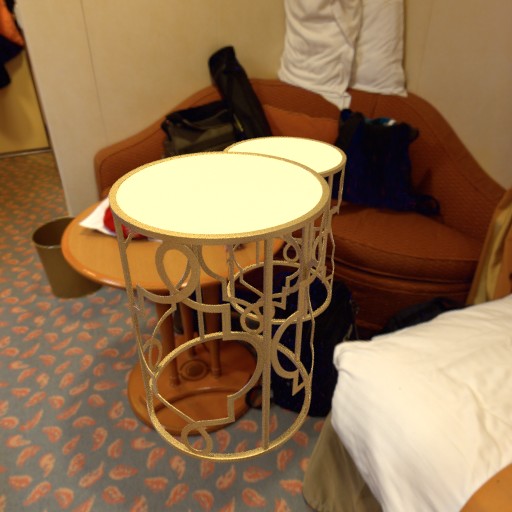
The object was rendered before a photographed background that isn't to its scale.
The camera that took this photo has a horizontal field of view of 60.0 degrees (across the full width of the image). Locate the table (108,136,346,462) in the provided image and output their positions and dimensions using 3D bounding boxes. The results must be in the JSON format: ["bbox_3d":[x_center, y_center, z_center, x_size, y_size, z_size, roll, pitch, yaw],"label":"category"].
[{"bbox_3d":[0.000,0.000,1.180,0.420,0.564,0.846,10,33,16],"label":"table"}]
